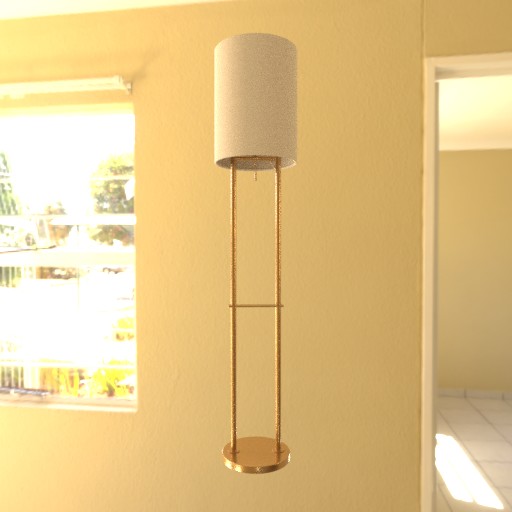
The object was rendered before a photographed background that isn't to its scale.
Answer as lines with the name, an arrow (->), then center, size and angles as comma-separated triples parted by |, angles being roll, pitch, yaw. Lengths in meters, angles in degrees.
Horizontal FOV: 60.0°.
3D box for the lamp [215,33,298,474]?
lamp -> 0.000, 0.000, 1.645 | 0.306, 1.500, 0.305 | 0, 0, -2
